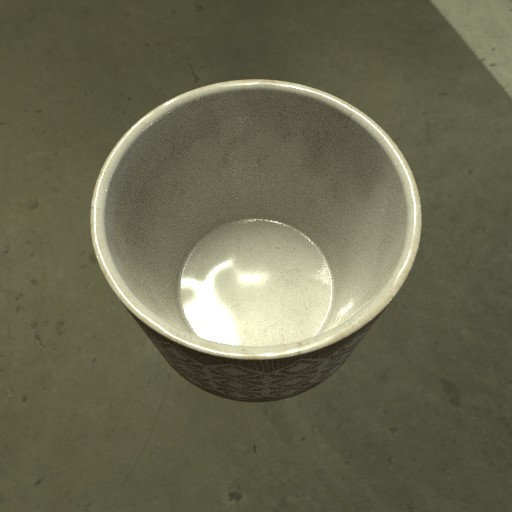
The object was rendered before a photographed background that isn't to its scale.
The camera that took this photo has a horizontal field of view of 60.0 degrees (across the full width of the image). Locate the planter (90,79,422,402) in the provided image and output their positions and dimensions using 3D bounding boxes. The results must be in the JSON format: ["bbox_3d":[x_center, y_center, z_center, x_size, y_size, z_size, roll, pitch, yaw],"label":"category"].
[{"bbox_3d":[0.000,0.000,0.217,0.126,0.104,0.126,0,63,0],"label":"planter"}]
